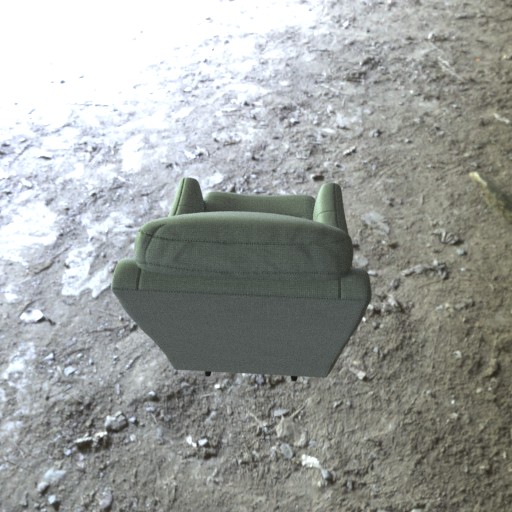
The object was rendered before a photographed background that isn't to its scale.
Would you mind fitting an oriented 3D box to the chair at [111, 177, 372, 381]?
[{"bbox_3d":[0.000,0.000,1.809,0.829,1.030,1.080,3,46,2],"label":"chair"}]
